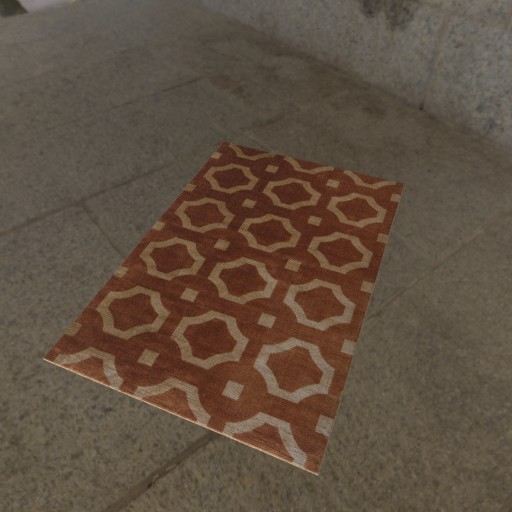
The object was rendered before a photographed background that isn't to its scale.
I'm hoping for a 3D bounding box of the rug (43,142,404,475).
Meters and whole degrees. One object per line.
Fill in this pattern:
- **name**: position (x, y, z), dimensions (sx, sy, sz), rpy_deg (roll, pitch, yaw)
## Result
- **rug**: position (0.000, 0.000, 2.920), dimensions (1.555, 0.016, 2.286), rpy_deg (17, 49, 15)
